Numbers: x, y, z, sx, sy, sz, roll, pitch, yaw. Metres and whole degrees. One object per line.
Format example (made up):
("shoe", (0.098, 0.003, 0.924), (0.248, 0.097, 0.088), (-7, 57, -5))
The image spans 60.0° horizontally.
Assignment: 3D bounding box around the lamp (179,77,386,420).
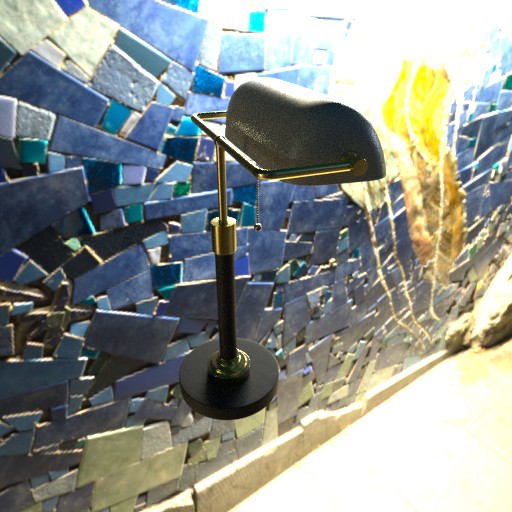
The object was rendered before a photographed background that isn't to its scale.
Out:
("lamp", (0.000, 0.000, 0.565), (0.227, 0.404, 0.269), (-11, 31, -18))
